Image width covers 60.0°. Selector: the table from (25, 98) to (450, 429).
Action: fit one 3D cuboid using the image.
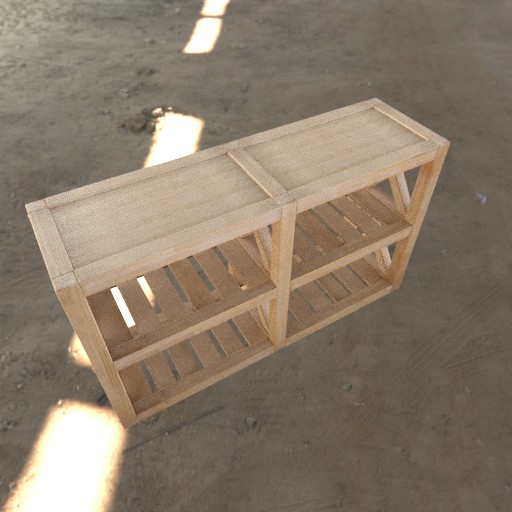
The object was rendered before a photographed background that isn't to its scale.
[{"bbox_3d":[0.000,0.000,1.653,1.320,0.762,0.381,-23,50,-21],"label":"table"}]
